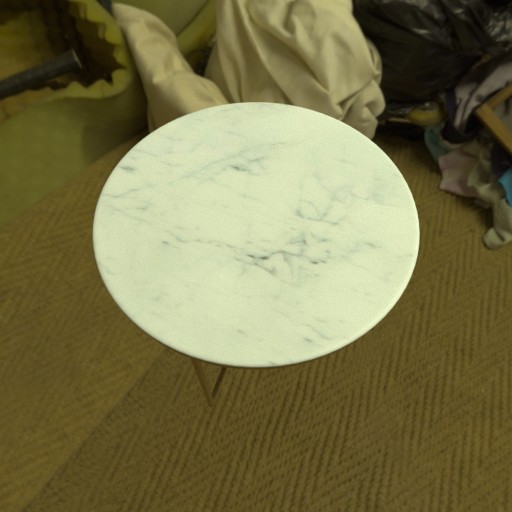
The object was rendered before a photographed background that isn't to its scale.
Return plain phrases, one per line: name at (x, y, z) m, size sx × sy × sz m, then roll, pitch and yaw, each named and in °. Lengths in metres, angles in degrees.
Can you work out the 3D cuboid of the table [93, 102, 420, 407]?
table at (0.000, 0.000, 1.291) m, size 0.800 × 0.450 × 0.800 m, roll 0°, pitch 58°, yaw 0°
